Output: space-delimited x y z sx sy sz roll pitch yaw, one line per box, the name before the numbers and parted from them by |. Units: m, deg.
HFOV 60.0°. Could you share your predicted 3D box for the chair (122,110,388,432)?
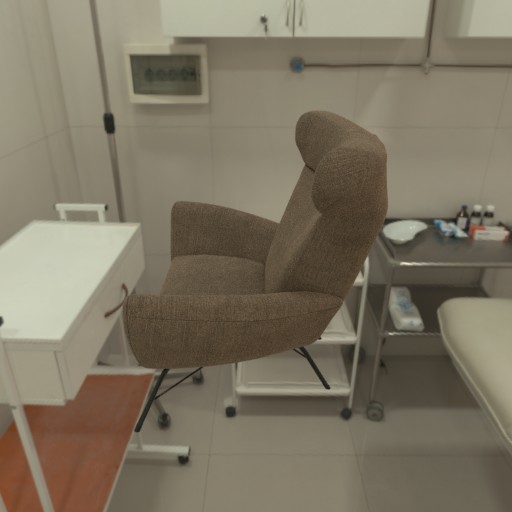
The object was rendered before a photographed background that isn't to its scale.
chair | 0.000 0.000 1.779 0.900 1.040 0.980 0 26 0
